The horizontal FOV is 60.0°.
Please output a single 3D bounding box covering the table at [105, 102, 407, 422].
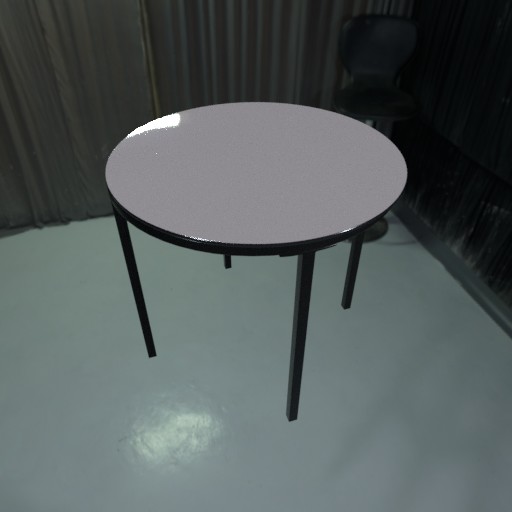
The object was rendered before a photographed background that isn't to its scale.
[{"bbox_3d":[0.000,0.000,0.894,0.499,0.443,0.499,0,39,0],"label":"table"}]
